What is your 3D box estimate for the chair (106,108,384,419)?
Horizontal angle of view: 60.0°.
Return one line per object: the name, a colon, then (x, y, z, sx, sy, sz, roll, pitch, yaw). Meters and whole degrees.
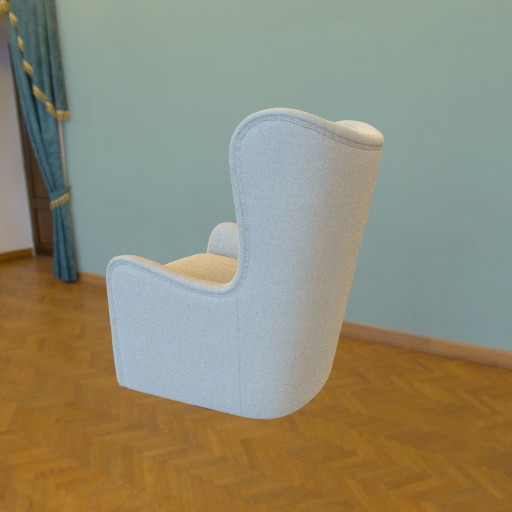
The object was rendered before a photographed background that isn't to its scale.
chair: (0.000, 0.000, 1.804, 0.929, 1.079, 0.831, 7, 16, 25)
